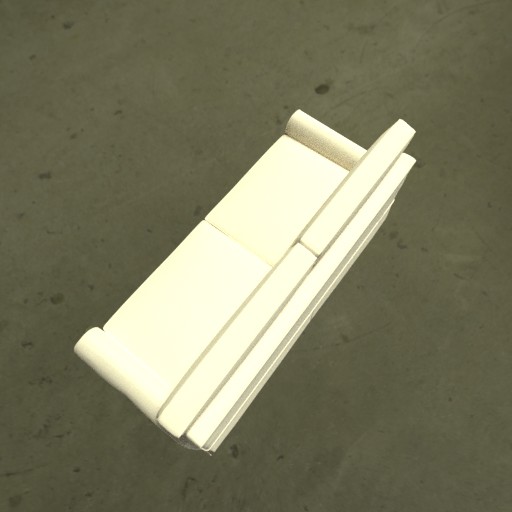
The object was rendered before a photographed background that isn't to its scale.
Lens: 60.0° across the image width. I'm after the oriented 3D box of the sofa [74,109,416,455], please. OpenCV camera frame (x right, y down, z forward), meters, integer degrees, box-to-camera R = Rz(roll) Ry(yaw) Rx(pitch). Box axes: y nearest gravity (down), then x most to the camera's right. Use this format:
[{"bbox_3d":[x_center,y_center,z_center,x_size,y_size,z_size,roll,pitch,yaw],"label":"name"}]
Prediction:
[{"bbox_3d":[0.000,0.000,2.526,0.862,0.937,2.021,35,69,15],"label":"sofa"}]
